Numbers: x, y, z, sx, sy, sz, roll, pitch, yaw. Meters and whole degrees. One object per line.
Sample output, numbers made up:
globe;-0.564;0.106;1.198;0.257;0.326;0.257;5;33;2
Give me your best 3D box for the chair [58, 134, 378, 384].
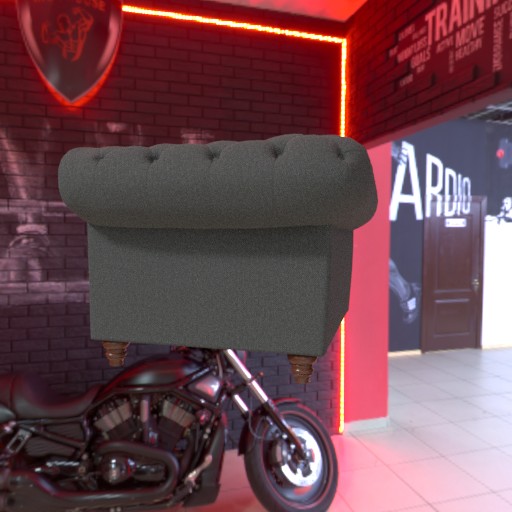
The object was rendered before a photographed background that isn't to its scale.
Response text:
chair;0.000;0.000;1.868;0.976;0.770;1.270;1;2;16
